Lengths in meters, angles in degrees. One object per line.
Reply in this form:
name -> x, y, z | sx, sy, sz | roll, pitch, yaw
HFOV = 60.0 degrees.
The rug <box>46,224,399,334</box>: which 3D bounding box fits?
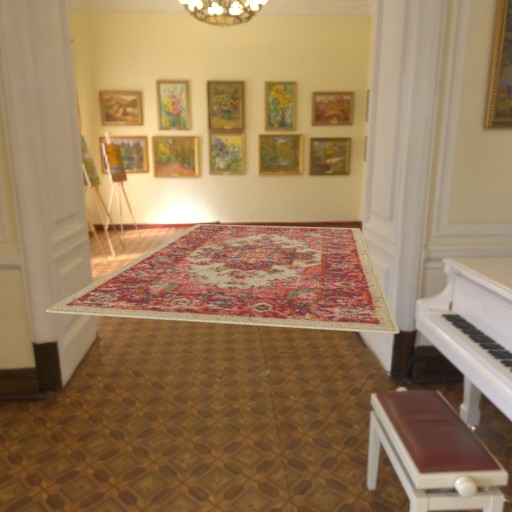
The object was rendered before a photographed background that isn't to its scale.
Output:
rug -> 0.000, 0.000, 1.091 | 0.556, 0.004, 0.868 | 2, 14, 9
